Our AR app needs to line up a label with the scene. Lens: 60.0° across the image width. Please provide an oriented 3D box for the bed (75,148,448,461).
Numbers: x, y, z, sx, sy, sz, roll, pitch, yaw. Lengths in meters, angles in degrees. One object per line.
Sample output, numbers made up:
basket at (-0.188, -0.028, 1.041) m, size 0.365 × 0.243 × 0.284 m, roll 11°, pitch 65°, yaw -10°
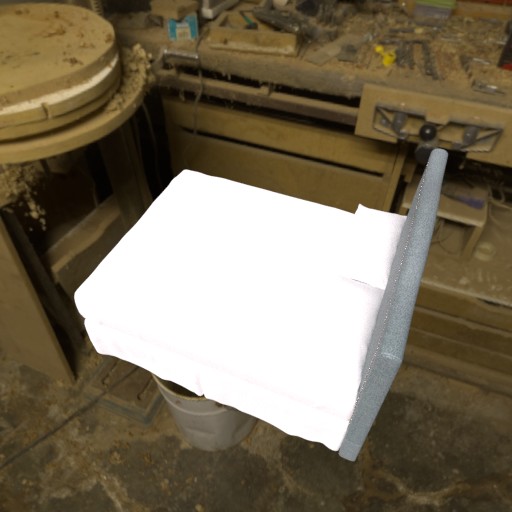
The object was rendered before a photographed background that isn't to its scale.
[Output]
bed at (0.000, 0.000, 3.216) m, size 2.143 × 1.460 × 1.753 m, roll 17°, pitch 49°, yaw 15°
